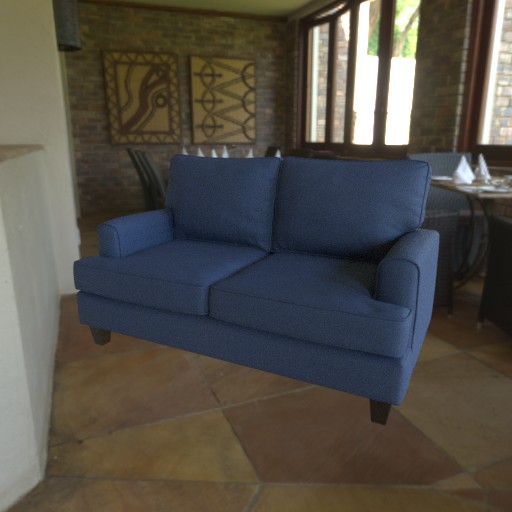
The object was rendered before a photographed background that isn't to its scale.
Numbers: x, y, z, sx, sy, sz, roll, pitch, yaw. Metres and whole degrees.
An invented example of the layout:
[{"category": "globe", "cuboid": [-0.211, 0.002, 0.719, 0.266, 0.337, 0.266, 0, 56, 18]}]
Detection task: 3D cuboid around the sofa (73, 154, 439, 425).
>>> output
[{"category": "sofa", "cuboid": [0.000, 0.000, 2.242, 1.651, 0.965, 0.965, 8, 17, 26]}]
